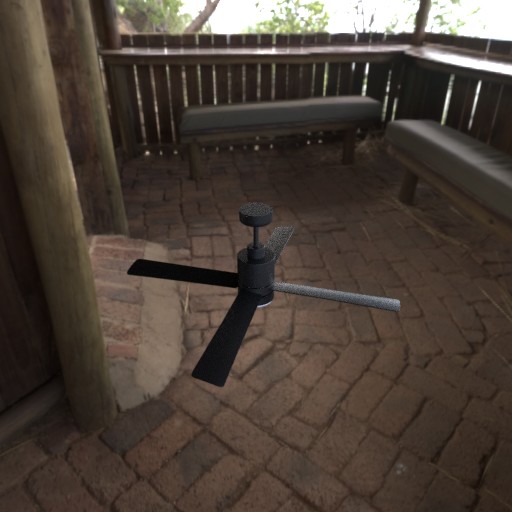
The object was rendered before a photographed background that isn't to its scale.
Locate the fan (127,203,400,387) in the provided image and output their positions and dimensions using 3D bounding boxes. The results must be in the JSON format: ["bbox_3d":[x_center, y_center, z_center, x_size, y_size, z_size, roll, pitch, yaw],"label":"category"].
[{"bbox_3d":[0.000,0.000,2.356,1.525,0.534,1.525,8,30,14],"label":"fan"}]
